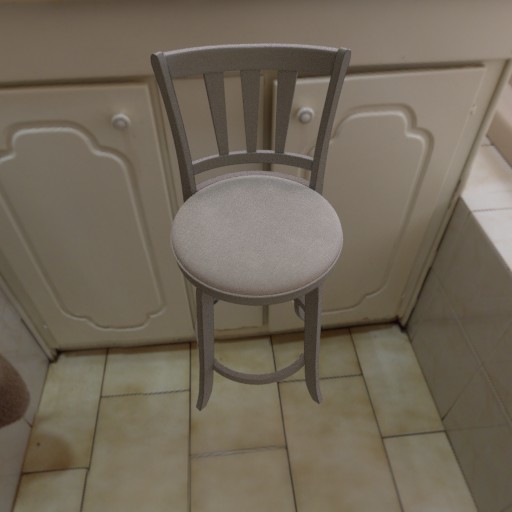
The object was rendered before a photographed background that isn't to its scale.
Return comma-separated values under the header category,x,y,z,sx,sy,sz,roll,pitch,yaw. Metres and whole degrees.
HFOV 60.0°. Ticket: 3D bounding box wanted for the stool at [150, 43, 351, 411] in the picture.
category,x,y,z,sx,sy,sz,roll,pitch,yaw
stool,0.000,0.000,1.233,0.450,0.994,0.486,-3,46,-2
